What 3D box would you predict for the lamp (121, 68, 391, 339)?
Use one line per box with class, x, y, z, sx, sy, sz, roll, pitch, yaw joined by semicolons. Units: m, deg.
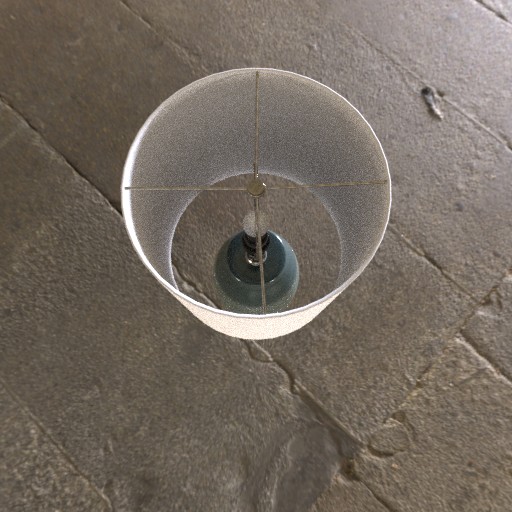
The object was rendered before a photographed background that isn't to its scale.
lamp;0.000;0.000;0.574;0.217;0.453;0.217;-1;75;0
